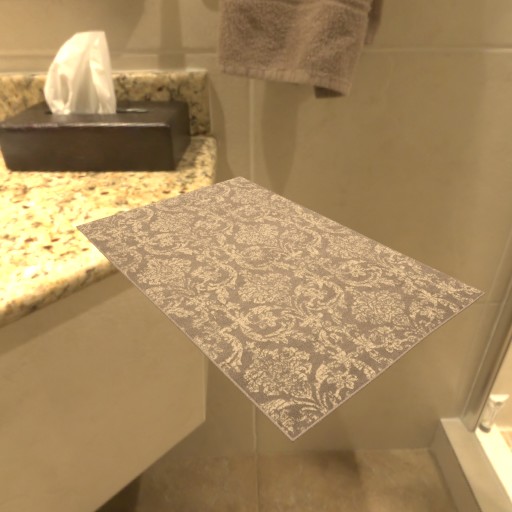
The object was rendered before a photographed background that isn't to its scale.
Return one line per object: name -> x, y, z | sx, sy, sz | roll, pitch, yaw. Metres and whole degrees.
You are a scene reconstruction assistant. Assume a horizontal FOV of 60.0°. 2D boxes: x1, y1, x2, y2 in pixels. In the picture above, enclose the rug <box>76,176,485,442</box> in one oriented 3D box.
rug -> 0.000, 0.000, 3.449 | 1.819, 0.018, 2.746 | -23, 39, -33
